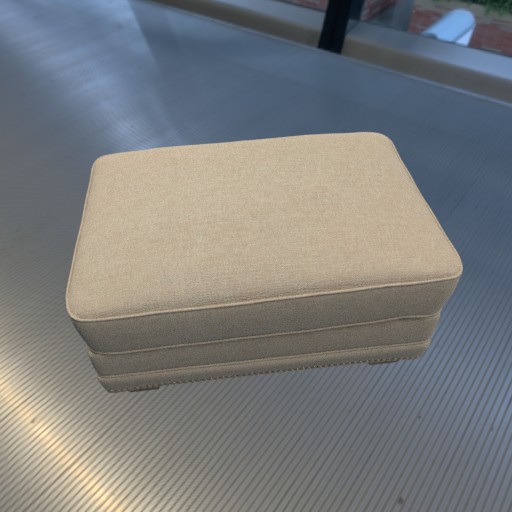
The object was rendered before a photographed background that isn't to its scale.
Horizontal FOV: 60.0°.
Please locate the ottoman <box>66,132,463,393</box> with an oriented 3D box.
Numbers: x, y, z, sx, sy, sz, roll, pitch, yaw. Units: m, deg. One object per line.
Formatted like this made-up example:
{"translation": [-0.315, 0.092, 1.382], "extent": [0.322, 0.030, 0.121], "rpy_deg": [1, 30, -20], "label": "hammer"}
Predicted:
{"translation": [0.000, 0.000, 1.158], "extent": [0.813, 0.458, 0.559], "rpy_deg": [-5, 47, -5], "label": "ottoman"}
